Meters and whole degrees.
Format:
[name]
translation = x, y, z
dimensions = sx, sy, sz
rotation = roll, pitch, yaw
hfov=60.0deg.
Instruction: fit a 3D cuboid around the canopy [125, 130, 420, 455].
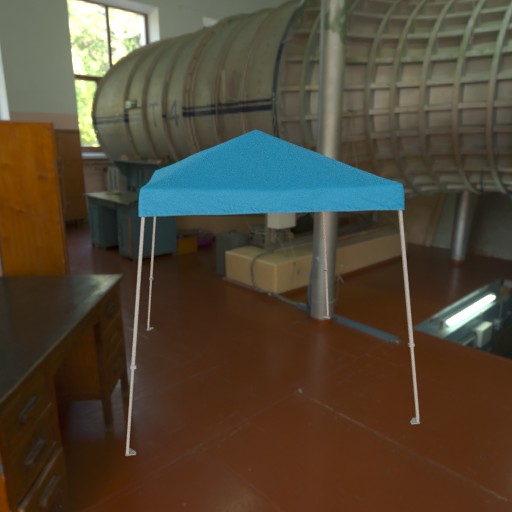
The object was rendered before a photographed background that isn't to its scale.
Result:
[canopy]
translation = 0.000, 0.000, 5.202
dimensions = 2.848, 2.849, 2.849
rotation = -2, 15, -9
